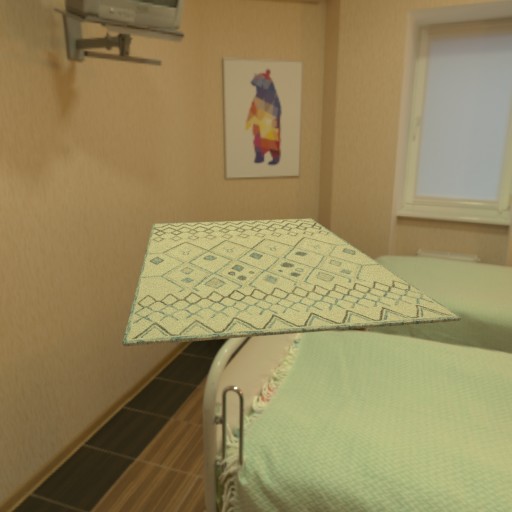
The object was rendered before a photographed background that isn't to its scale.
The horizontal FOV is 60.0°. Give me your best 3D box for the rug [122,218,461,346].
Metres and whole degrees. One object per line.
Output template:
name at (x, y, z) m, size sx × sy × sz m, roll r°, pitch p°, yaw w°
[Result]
rug at (0.000, 0.000, 3.086) m, size 1.524 × 0.015 × 2.439 m, roll -3°, pitch 16°, yaw -9°
